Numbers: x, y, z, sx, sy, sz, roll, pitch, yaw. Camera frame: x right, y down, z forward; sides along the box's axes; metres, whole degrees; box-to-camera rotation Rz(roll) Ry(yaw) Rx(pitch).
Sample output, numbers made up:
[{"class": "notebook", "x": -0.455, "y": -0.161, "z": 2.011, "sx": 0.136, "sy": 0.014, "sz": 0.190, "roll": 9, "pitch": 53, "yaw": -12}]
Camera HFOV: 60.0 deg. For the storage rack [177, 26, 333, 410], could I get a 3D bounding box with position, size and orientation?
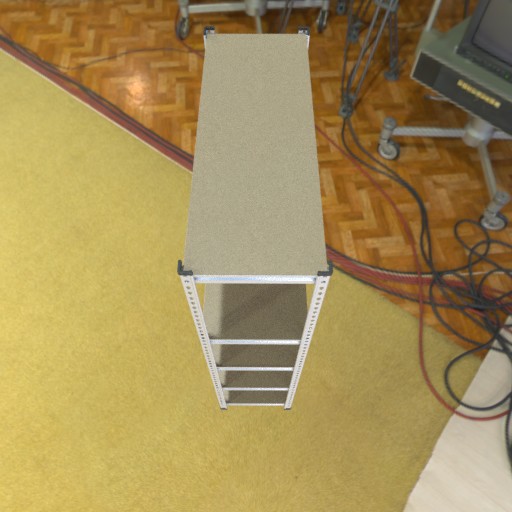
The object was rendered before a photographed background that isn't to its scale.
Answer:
[{"class": "storage rack", "x": 0.000, "y": 0.000, "z": 2.386, "sx": 0.457, "sy": 1.829, "sz": 1.219, "roll": 0, "pitch": 59, "yaw": 0}]
